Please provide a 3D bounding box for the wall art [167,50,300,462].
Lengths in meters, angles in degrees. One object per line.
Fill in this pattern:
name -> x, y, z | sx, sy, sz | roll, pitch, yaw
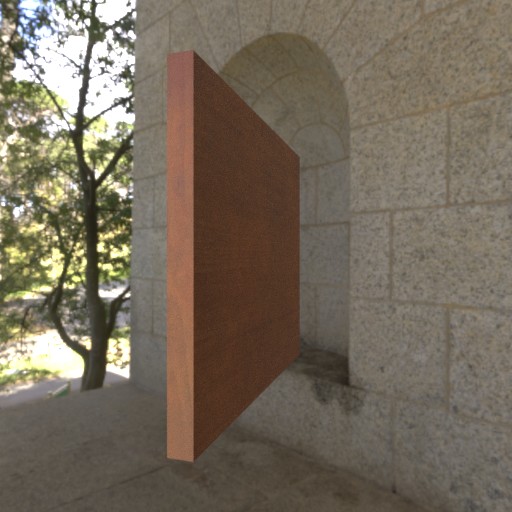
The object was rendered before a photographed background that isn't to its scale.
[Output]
wall art -> 0.000, 0.000, 0.762 | 0.033, 0.457, 0.558 | 0, 0, 18
